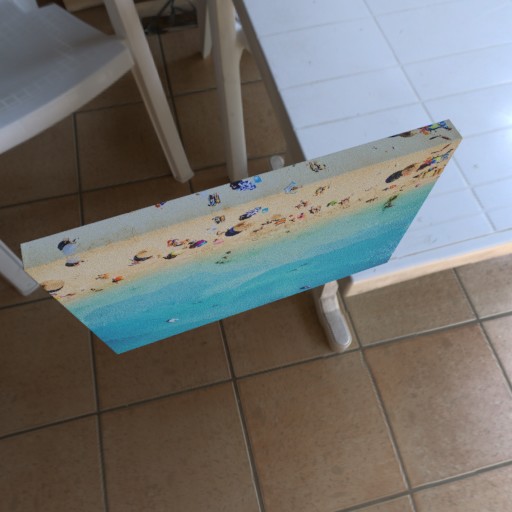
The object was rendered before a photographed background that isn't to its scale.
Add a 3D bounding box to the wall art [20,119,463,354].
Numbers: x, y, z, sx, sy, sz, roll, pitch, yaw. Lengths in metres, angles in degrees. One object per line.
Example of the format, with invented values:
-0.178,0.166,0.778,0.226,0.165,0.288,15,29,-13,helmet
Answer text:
0.000,0.000,1.128,0.894,0.595,0.057,-18,65,-9,wall art
